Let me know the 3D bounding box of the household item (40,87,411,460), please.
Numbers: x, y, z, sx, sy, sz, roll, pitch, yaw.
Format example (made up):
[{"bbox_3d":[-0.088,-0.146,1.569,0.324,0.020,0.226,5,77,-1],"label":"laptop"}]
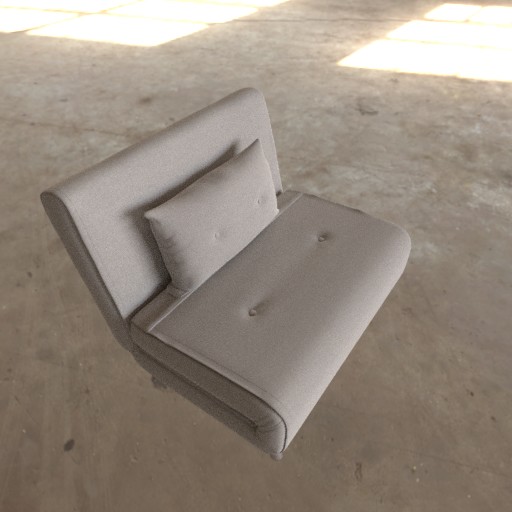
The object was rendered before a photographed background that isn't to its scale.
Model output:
[{"bbox_3d":[0.000,0.000,1.636,0.874,0.800,1.000,25,47,26],"label":"household item"}]
